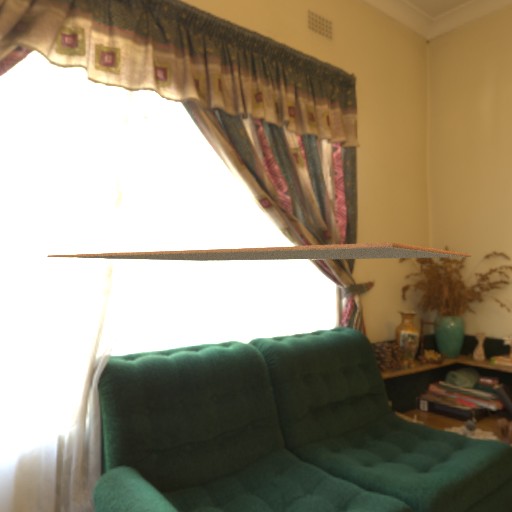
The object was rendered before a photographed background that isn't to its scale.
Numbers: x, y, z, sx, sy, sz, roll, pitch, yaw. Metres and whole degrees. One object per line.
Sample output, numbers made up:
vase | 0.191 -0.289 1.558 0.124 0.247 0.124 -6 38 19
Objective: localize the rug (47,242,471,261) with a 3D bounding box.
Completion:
rug | 0.000 0.000 2.294 1.829 0.014 1.219 -1 -2 35
